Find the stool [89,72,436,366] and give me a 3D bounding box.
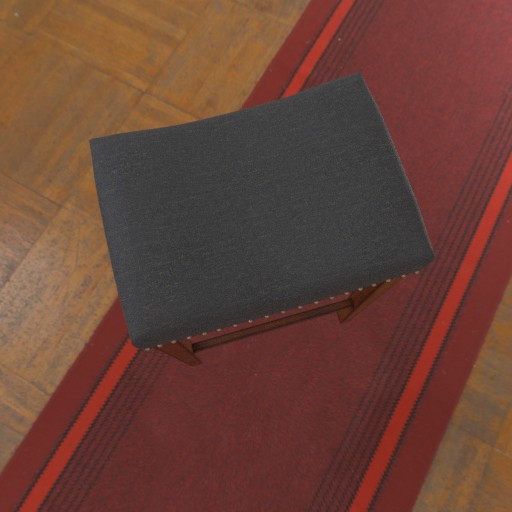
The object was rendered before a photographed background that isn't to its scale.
[{"bbox_3d":[0.000,0.000,1.036,0.502,0.760,0.366,-15,76,-4],"label":"stool"}]
